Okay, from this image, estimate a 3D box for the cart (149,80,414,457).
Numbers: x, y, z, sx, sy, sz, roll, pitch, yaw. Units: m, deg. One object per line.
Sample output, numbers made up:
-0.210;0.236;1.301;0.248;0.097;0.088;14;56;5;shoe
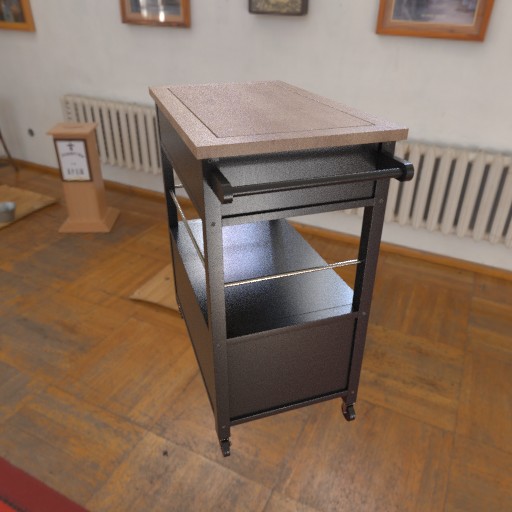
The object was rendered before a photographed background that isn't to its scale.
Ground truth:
0.000;0.000;1.378;0.459;0.901;0.840;-9;30;-16;cart
